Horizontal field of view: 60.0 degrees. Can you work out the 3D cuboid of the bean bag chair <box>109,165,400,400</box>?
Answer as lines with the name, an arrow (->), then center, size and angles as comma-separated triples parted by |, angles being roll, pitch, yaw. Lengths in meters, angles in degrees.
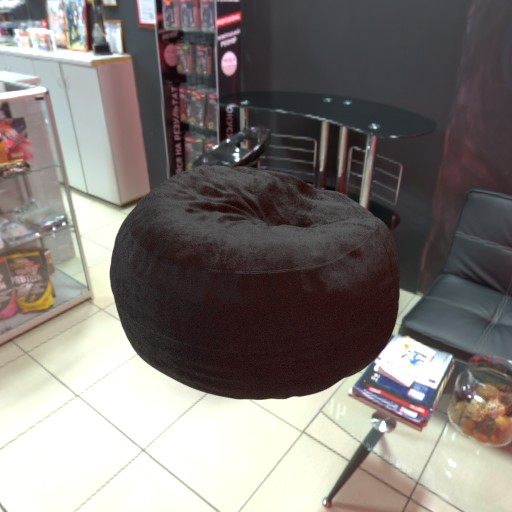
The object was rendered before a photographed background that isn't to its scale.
bean bag chair -> 0.000, 0.000, 2.402 | 1.525, 0.751, 1.525 | 0, 30, 0
